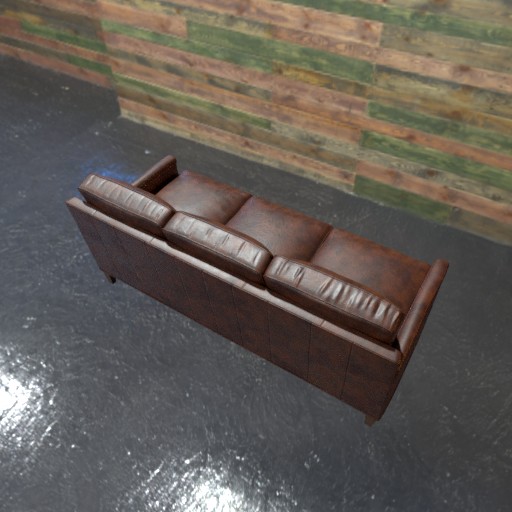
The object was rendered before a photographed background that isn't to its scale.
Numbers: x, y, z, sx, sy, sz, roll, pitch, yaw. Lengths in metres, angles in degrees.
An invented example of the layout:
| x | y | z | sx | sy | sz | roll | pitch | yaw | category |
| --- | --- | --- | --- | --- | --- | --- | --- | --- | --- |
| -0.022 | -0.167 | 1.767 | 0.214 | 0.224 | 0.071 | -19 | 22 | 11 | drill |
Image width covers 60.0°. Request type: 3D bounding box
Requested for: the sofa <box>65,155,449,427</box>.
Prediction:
| x | y | z | sx | sy | sz | roll | pitch | yaw | category |
| --- | --- | --- | --- | --- | --- | --- | --- | --- | --- |
| 0.000 | 0.000 | 2.924 | 2.240 | 1.003 | 1.084 | 24 | 50 | 22 | sofa |
